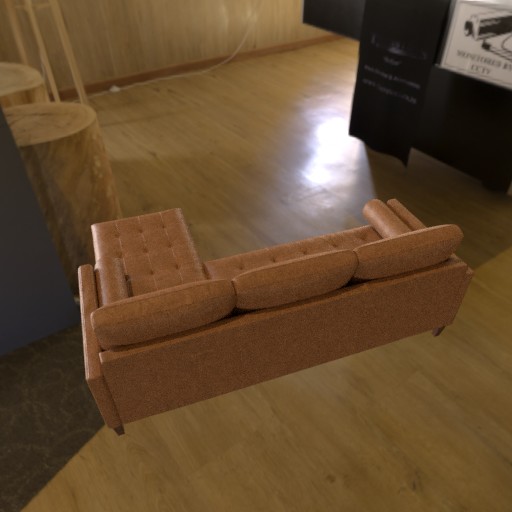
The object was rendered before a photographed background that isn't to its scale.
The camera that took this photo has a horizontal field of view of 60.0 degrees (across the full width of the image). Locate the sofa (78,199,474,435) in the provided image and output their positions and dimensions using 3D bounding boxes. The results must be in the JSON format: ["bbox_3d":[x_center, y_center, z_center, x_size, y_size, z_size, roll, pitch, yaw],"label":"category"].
[{"bbox_3d":[0.000,0.000,2.927,2.178,0.876,1.506,-13,42,-15],"label":"sofa"}]
